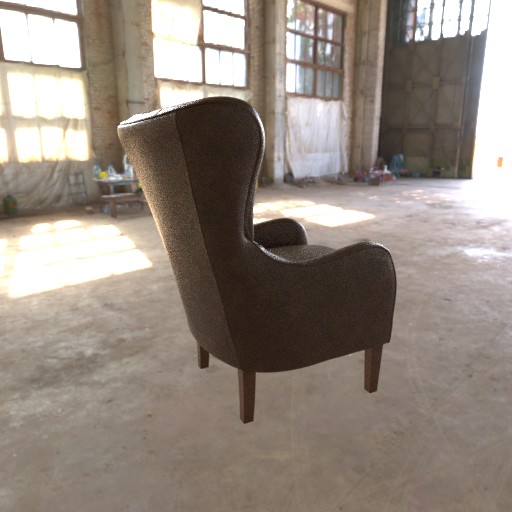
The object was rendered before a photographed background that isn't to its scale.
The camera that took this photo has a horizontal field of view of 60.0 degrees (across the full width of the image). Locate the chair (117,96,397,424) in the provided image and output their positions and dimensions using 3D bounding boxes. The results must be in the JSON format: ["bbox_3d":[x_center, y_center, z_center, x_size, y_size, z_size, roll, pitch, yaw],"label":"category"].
[{"bbox_3d":[0.000,0.000,1.645,0.914,1.048,0.692,-7,16,-26],"label":"chair"}]
